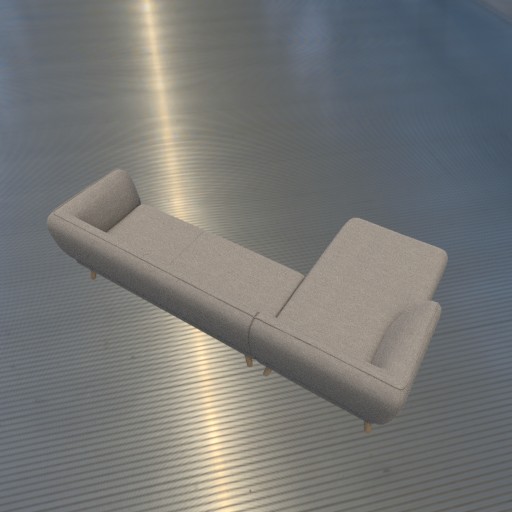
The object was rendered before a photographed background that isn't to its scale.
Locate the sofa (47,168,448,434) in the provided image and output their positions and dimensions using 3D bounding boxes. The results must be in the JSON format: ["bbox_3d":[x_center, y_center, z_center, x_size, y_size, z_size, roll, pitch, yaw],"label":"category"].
[{"bbox_3d":[0.000,0.000,3.338,2.653,0.693,1.532,24,51,22],"label":"sofa"}]
